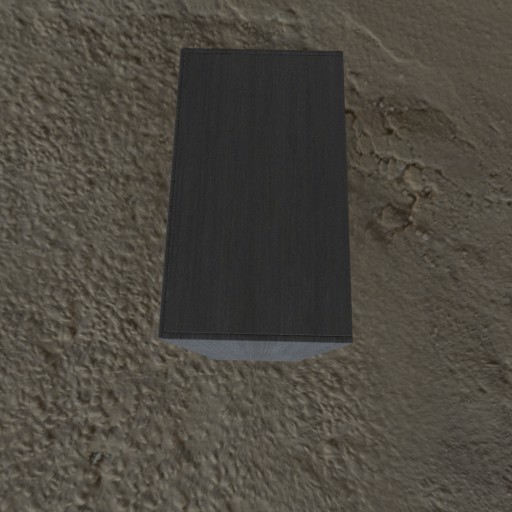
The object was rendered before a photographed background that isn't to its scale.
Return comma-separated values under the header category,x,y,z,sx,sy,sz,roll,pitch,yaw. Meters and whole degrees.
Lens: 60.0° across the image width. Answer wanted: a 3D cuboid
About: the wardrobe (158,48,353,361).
category,x,y,z,sx,sy,sz,roll,pitch,yaw
wardrobe,0.000,0.000,2.270,0.577,1.808,0.991,1,75,0
